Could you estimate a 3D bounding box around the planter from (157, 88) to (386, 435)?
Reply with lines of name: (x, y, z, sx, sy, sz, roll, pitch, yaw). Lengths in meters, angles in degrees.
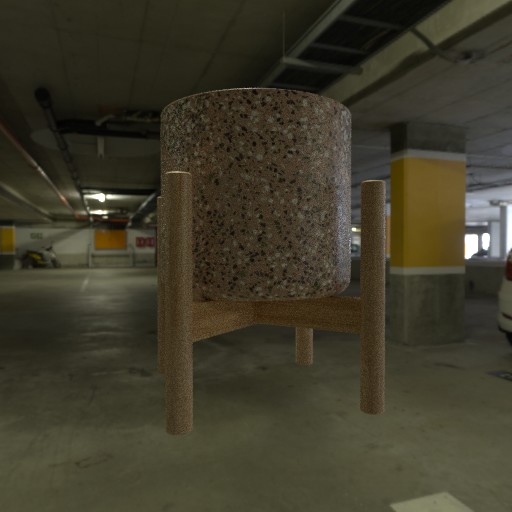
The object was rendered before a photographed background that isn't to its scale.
planter: (0.000, 0.000, 0.531, 0.284, 0.320, 0.284, -1, 1, -37)
